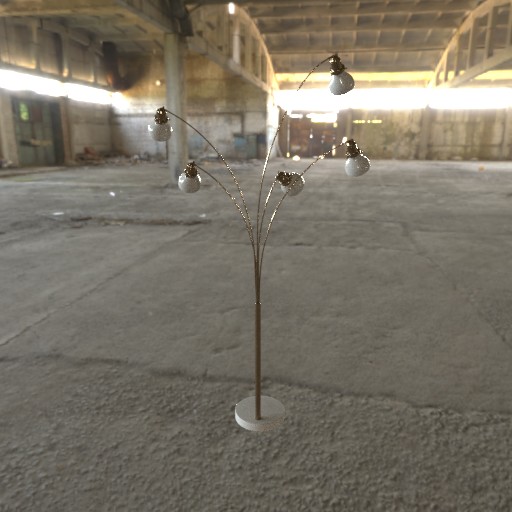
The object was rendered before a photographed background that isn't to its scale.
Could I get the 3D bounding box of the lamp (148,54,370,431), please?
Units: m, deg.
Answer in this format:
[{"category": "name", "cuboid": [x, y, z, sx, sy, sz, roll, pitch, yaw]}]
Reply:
[{"category": "lamp", "cuboid": [0.000, 0.000, 2.947, 1.405, 2.423, 0.361, 3, 15, 10]}]
